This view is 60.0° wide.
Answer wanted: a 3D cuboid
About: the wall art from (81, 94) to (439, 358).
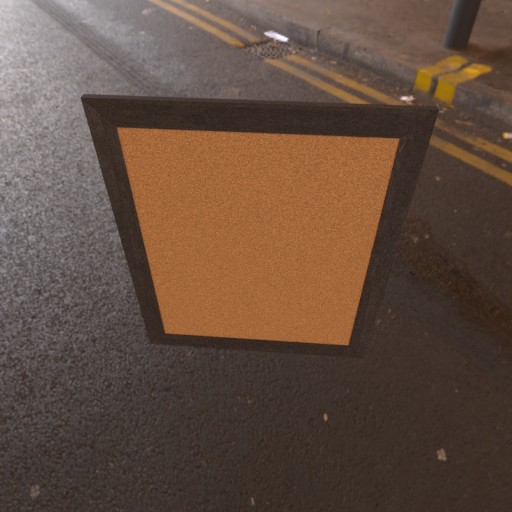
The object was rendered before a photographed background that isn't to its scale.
[{"bbox_3d":[0.000,0.000,0.788,0.476,0.570,0.013,3,44,3],"label":"wall art"}]
